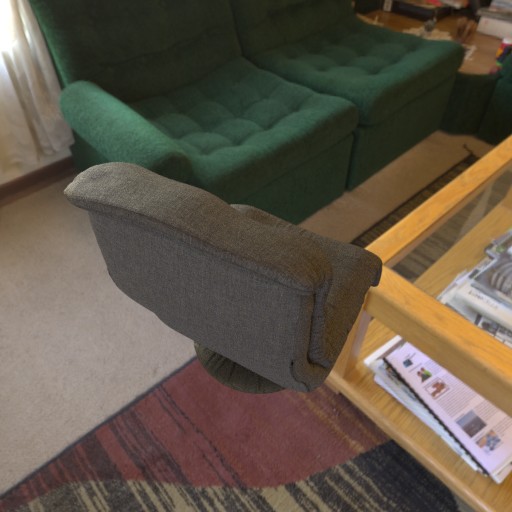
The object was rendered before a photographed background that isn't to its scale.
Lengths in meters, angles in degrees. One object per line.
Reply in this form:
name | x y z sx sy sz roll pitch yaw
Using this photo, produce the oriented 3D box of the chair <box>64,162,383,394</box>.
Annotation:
chair | 0.000 0.000 1.213 0.597 0.749 0.668 22 50 20
